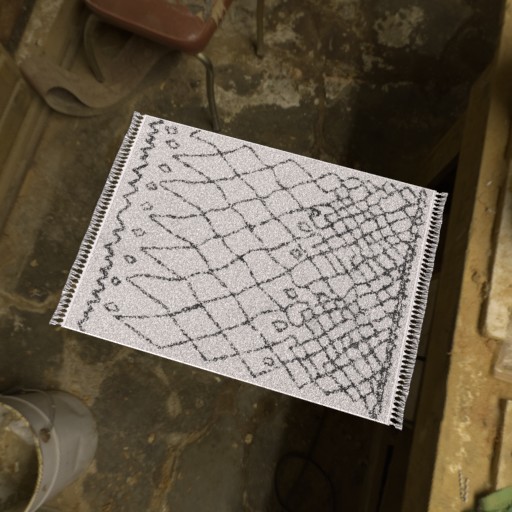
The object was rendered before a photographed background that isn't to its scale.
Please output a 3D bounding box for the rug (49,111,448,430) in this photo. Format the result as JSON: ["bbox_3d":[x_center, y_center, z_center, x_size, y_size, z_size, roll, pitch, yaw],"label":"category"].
[{"bbox_3d":[0.000,0.000,2.972,2.312,0.017,1.613,16,76,4],"label":"rug"}]
